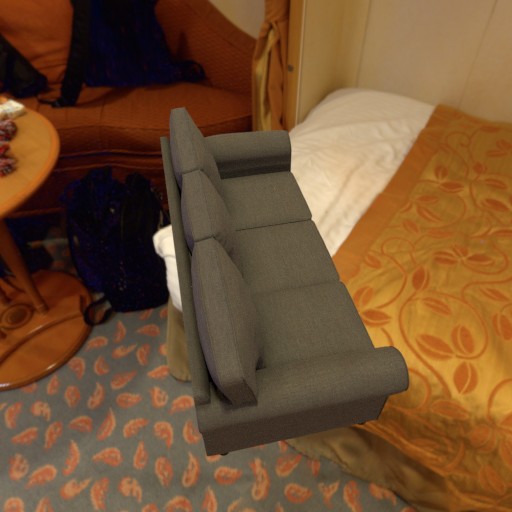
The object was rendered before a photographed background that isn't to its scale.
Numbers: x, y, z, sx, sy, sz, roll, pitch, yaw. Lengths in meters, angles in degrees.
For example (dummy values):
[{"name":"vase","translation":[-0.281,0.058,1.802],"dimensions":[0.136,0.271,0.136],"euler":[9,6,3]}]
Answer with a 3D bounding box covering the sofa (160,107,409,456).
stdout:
[{"name":"sofa","translation":[0.000,0.000,2.608],"dimensions":[0.909,0.966,2.084],"euler":[-9,47,-9]}]
